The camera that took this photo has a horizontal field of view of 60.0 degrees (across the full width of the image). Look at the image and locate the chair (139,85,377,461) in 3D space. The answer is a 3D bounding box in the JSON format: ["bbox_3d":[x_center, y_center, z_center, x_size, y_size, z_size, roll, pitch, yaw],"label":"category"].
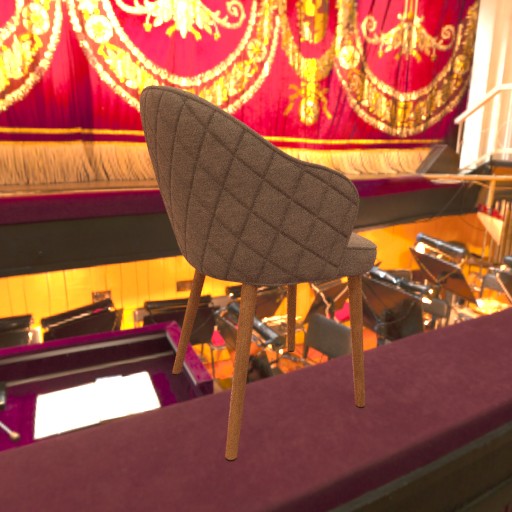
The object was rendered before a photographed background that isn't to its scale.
[{"bbox_3d":[0.000,0.000,1.147,0.530,0.800,0.540,-7,16,-26],"label":"chair"}]
